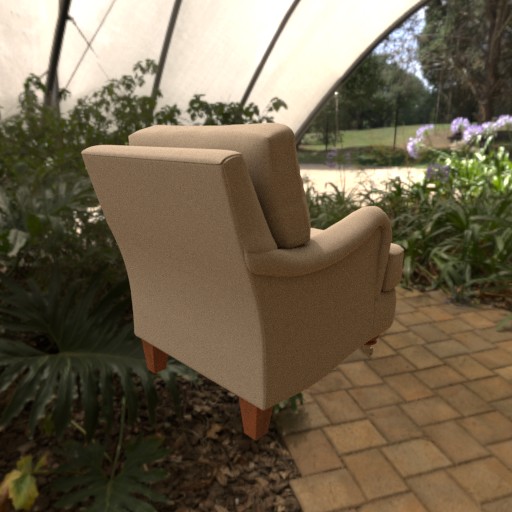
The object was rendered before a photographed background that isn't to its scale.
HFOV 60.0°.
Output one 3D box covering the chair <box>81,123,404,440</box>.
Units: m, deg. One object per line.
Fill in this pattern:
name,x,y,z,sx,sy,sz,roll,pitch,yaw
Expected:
chair,0.000,0.000,1.897,0.895,1.076,1.078,15,21,43
